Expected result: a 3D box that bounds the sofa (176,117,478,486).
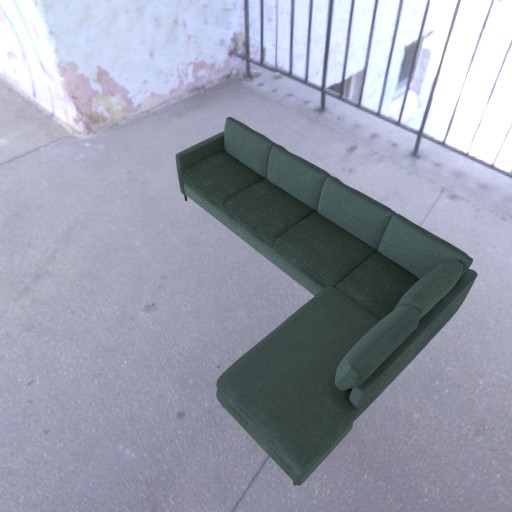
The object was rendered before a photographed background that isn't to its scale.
[{"bbox_3d":[0.000,0.000,3.206,1.707,0.687,2.486,-34,56,-28],"label":"sofa"}]
